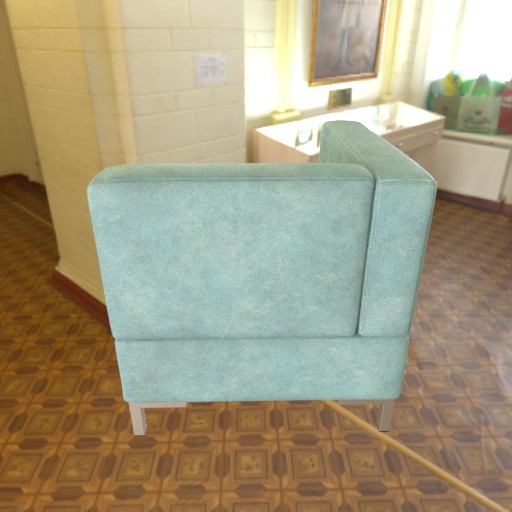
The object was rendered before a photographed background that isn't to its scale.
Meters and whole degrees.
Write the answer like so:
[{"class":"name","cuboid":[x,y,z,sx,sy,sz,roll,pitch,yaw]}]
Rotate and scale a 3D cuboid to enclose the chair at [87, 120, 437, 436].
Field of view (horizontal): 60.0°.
[{"class":"chair","cuboid":[0.000,0.000,1.243,0.684,0.660,0.691,-1,26,-1]}]
